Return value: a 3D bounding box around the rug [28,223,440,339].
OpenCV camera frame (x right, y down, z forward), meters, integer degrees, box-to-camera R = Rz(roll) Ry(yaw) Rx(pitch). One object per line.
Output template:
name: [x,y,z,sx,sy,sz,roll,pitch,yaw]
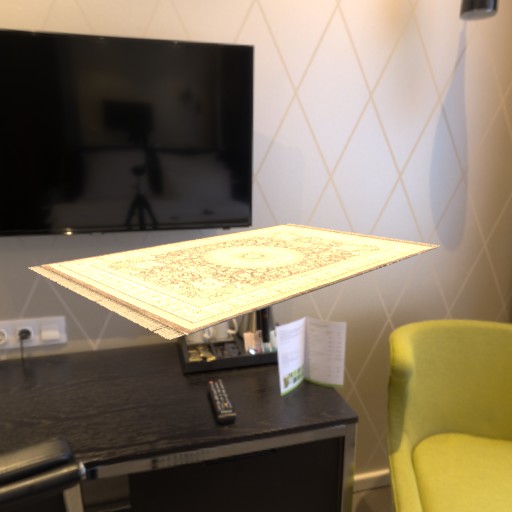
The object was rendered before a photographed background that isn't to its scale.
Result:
rug: [0.000,0.000,4.253,3.422,0.015,2.143,-13,18,-43]
